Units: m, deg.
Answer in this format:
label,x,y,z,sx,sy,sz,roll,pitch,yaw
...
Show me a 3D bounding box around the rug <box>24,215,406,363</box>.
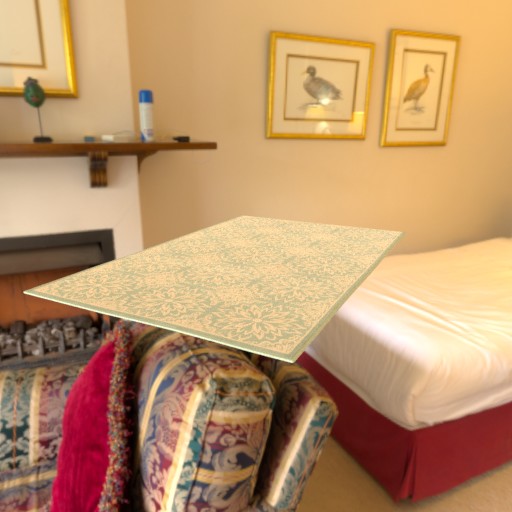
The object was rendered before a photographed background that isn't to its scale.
label,x,y,z,sx,sy,sz,roll,pitch,yaw
rug,0.000,0.000,3.503,1.819,0.018,2.746,8,18,27
